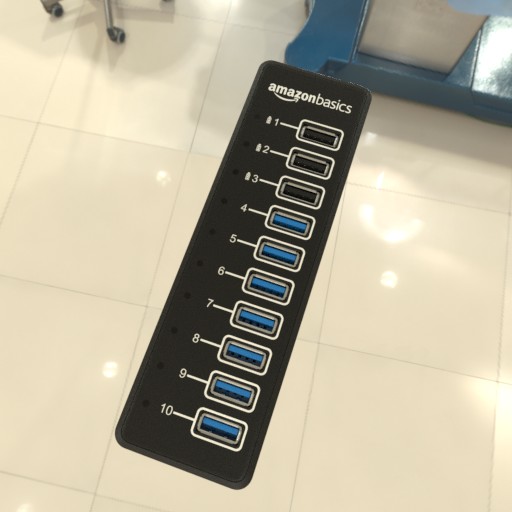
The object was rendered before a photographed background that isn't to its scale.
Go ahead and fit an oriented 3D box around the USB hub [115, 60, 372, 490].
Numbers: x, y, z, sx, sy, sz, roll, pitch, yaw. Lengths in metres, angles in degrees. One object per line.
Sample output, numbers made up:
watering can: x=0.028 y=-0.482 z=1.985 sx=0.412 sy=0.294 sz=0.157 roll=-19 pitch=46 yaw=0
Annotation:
USB hub: x=0.000 y=0.000 z=0.160 sx=0.044 sy=0.023 sz=0.145 roll=18 pitch=76 yaw=5
